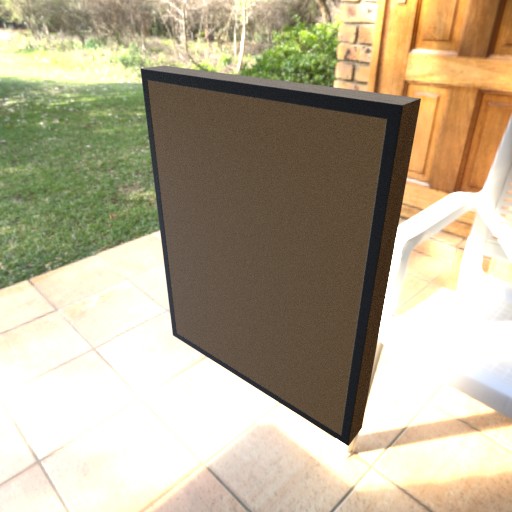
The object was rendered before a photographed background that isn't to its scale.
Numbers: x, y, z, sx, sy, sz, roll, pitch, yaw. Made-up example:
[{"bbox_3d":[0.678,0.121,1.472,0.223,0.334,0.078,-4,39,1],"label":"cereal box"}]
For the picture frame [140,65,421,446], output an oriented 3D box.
[{"bbox_3d":[0.000,0.000,0.707,0.421,0.526,0.046,23,37,34],"label":"picture frame"}]
